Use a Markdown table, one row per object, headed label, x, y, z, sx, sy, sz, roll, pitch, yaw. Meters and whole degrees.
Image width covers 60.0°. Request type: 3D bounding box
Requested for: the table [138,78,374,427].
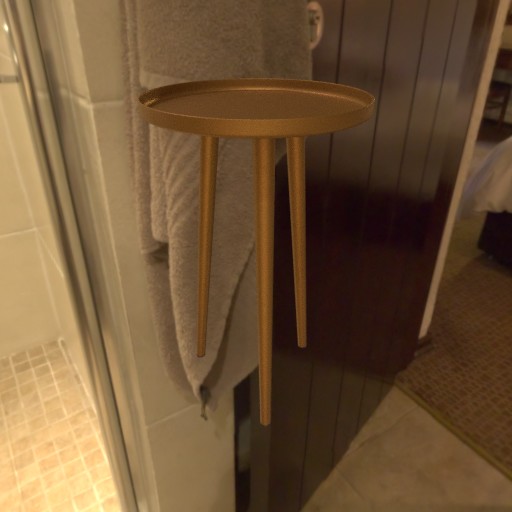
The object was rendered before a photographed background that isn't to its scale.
| label | x | y | z | sx | sy | sz | roll | pitch | yaw |
| --- | --- | --- | --- | --- | --- | --- | --- | --- | --- |
| table | 0.000 | 0.000 | 0.691 | 0.299 | 0.480 | 0.299 | 10 | 31 | 17 |
